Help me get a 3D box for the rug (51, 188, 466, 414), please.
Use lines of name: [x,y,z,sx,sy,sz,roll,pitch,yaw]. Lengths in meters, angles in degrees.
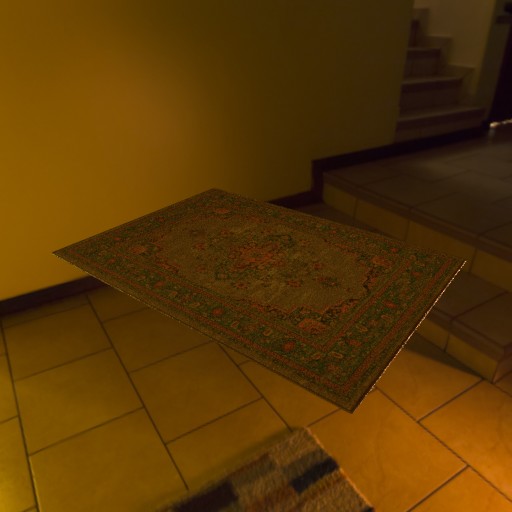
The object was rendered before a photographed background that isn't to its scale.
rug: [0.000,0.000,2.910,2.214,0.013,1.609,20,34,33]
